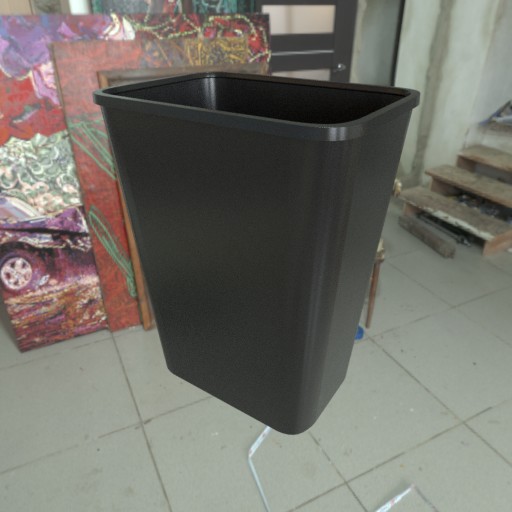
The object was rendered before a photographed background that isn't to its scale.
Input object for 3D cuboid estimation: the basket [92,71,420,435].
[{"bbox_3d":[0.000,0.000,0.736,0.394,0.521,0.287,18,34,29],"label":"basket"}]
